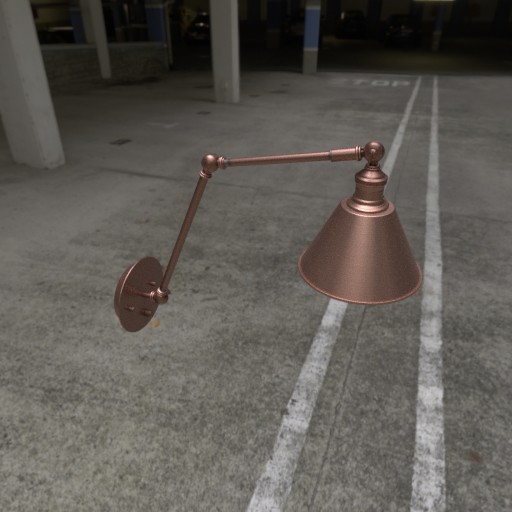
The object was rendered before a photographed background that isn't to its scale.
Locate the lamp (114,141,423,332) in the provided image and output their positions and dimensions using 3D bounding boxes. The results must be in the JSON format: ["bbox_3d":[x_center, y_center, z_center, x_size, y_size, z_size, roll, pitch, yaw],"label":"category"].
[{"bbox_3d":[0.000,0.000,0.881,0.624,0.502,0.223,10,32,17],"label":"lamp"}]
